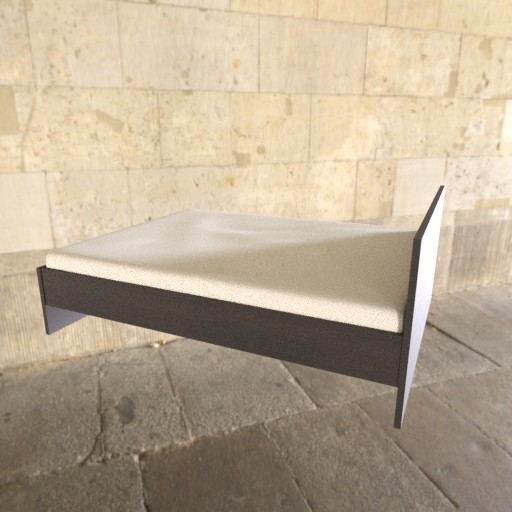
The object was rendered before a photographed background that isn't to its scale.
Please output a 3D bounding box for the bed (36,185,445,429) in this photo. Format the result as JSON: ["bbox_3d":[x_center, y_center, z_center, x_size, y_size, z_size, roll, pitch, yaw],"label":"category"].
[{"bbox_3d":[0.000,0.000,2.839,2.073,0.823,1.585,8,18,24],"label":"bed"}]
